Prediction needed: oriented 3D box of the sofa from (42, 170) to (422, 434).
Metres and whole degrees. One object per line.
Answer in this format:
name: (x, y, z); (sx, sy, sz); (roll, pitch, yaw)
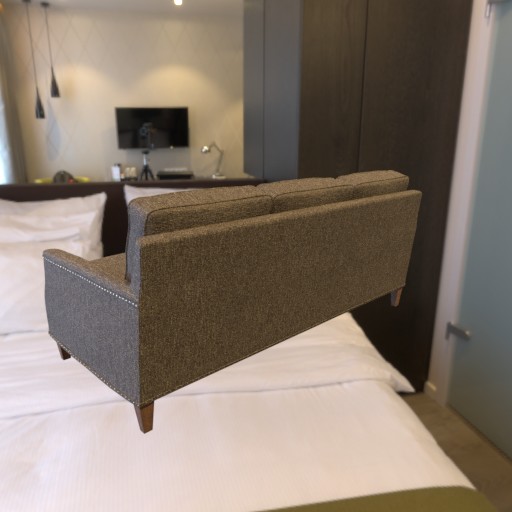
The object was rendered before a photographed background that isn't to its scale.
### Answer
sofa: (0.000, 0.000, 2.778); (2.246, 1.003, 1.084); (-14, 21, -42)
